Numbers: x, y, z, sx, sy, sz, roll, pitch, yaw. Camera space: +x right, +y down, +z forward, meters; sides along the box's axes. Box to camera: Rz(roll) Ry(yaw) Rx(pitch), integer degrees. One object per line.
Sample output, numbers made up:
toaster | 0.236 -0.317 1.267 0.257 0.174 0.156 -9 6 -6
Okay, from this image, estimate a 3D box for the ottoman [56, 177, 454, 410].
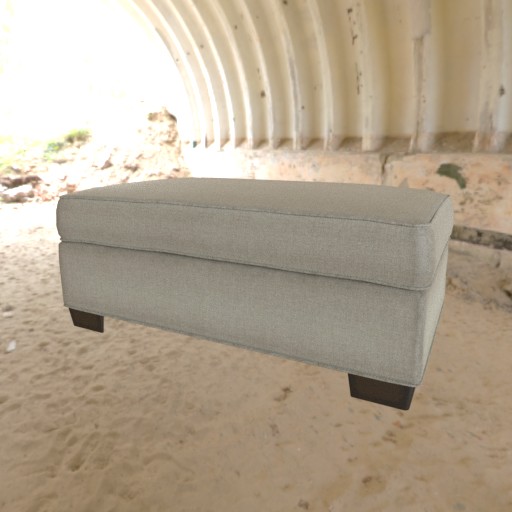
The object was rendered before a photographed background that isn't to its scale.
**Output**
ottoman | 0.000 0.000 1.406 1.097 0.461 0.617 7 16 26
